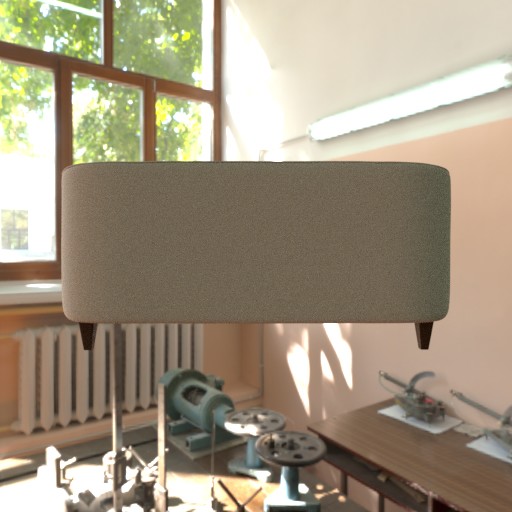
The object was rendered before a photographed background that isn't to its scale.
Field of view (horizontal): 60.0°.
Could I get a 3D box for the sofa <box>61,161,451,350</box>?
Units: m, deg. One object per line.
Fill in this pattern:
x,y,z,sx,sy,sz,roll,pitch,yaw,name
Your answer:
0.000,0.000,2.229,1.733,0.855,0.941,0,1,0,sofa
